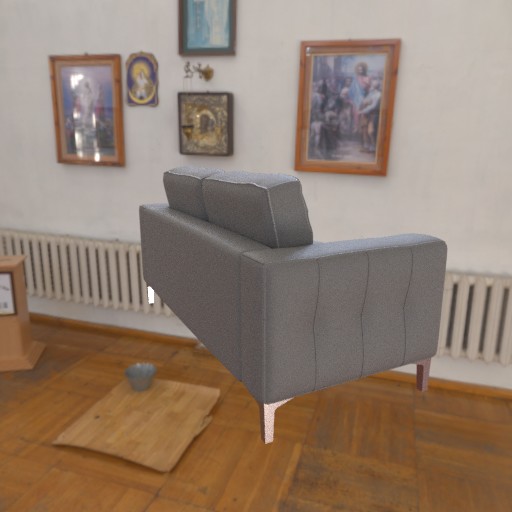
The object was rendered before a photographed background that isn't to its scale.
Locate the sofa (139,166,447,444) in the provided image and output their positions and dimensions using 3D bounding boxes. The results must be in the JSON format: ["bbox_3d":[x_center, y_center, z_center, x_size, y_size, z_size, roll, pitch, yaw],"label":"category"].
[{"bbox_3d":[0.000,0.000,2.296,0.833,0.892,1.726,-7,15,-26],"label":"sofa"}]
